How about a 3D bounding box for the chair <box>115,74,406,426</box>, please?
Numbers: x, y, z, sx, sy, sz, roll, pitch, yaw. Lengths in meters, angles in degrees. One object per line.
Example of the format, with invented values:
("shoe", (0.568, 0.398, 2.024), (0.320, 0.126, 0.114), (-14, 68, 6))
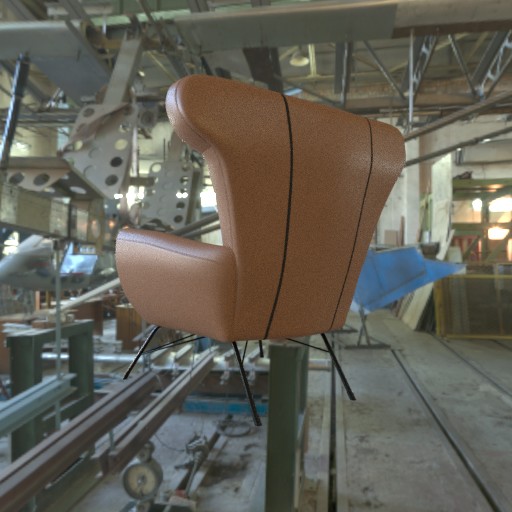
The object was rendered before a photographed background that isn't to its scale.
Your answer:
("chair", (0.000, 0.000, 1.759), (0.980, 1.050, 0.900), (0, -1, -36))
